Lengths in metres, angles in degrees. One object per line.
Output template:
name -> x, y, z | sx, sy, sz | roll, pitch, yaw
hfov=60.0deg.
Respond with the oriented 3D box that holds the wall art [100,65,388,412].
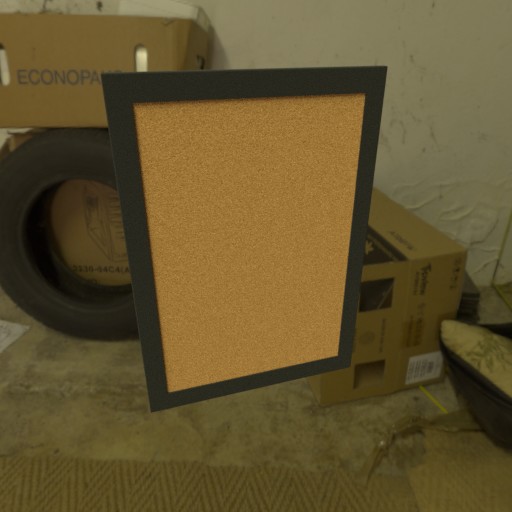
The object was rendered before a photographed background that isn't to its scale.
wall art -> 0.000, 0.000, 0.678 | 0.374, 0.529, 0.012 | -8, 28, -16
